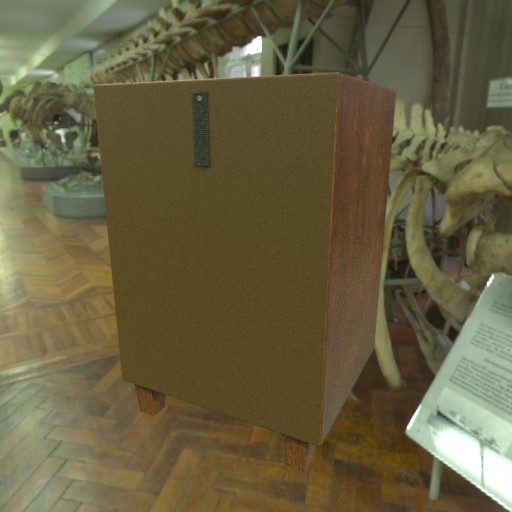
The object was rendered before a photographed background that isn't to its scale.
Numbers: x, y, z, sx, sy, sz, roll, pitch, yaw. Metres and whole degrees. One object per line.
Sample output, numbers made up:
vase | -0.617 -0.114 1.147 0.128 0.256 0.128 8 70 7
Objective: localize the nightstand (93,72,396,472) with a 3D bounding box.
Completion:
nightstand | 0.000 0.000 0.976 0.465 0.695 0.410 9 19 26
